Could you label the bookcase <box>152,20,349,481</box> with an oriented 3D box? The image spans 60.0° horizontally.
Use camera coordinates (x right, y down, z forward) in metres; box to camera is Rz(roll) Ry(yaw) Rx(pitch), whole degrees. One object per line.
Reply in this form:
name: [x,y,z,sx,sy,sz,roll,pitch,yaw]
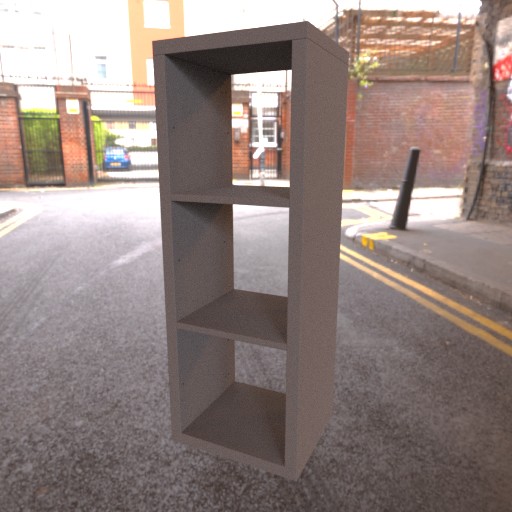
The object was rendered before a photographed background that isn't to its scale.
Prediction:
bookcase: [0.000,0.000,1.239,0.390,1.080,0.330,6,15,25]
